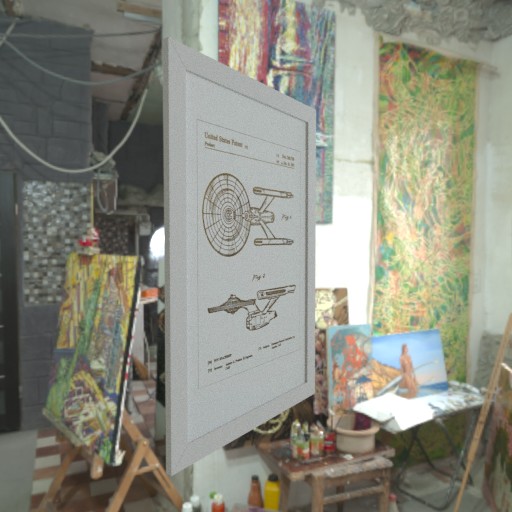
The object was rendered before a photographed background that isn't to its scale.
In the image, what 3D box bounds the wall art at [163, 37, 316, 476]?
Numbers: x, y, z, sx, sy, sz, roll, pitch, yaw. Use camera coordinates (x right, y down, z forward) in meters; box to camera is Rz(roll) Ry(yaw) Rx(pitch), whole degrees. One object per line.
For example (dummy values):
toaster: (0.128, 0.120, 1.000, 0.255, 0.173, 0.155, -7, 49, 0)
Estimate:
wall art: (0.000, 0.000, 0.850, 0.011, 0.659, 0.454, 1, 2, 36)
